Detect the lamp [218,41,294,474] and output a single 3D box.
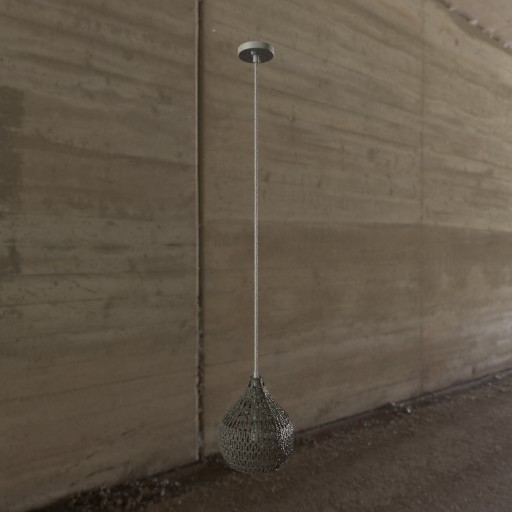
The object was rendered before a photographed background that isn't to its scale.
[{"bbox_3d":[0.000,0.000,2.068,0.355,1.919,0.355,0,0,18],"label":"lamp"}]
